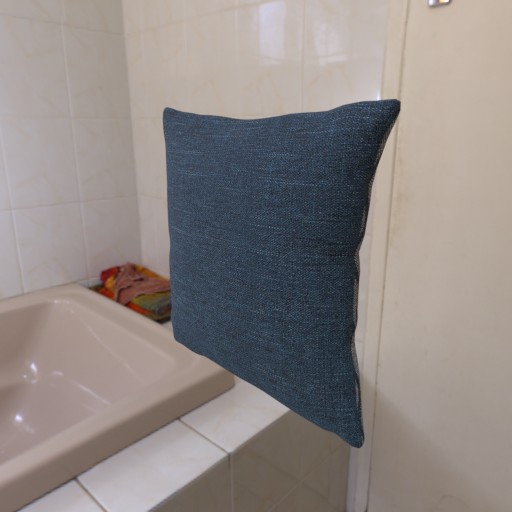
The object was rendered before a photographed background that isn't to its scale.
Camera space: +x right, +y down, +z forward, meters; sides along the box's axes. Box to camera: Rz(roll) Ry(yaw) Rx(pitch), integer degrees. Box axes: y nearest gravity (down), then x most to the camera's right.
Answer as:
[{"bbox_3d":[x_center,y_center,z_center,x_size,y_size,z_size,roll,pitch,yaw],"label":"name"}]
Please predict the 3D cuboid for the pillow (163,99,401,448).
[{"bbox_3d":[0.000,0.000,0.664,0.159,0.435,0.435,-15,22,-43],"label":"pillow"}]
